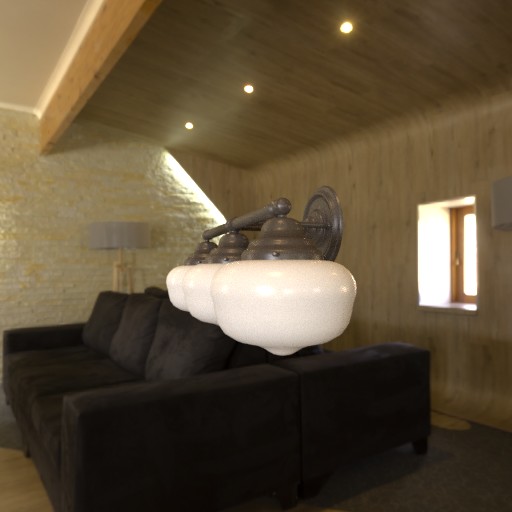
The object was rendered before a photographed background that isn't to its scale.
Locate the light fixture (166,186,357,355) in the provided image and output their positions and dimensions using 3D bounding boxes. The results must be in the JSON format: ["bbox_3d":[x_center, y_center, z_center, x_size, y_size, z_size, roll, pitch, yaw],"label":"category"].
[{"bbox_3d":[0.000,0.000,0.720,0.239,0.242,0.587,1,-2,-18],"label":"light fixture"}]
